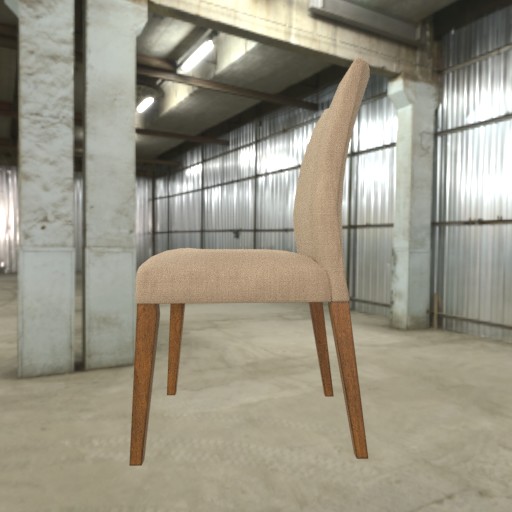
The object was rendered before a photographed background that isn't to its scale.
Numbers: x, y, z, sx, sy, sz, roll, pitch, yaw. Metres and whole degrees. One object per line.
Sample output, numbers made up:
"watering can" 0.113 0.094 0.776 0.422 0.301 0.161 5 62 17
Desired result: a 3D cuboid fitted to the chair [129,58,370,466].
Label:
"chair" 0.000 0.000 1.248 0.585 0.940 0.496 0 2 -1
